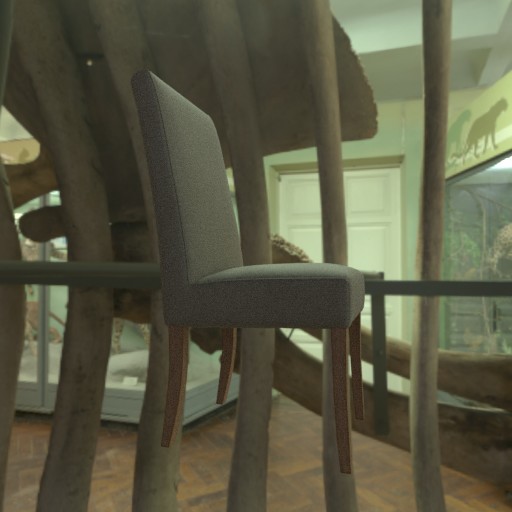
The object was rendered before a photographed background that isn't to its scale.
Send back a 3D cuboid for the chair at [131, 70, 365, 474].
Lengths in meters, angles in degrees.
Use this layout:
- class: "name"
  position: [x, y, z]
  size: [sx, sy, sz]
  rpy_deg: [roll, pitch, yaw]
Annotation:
- class: "chair"
  position: [0.000, 0.000, 1.337]
  size: [0.611, 1.033, 0.450]
  rpy_deg: [0, -1, 18]
